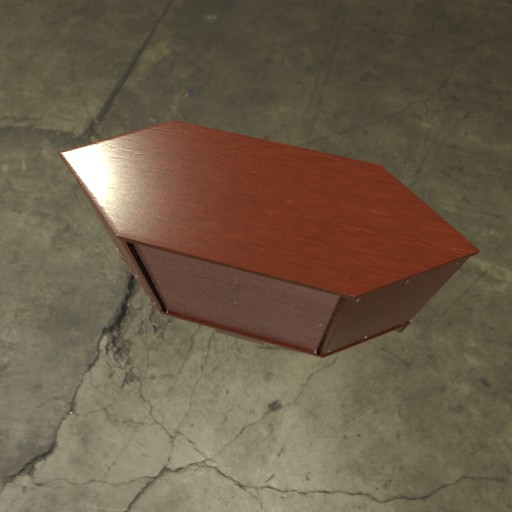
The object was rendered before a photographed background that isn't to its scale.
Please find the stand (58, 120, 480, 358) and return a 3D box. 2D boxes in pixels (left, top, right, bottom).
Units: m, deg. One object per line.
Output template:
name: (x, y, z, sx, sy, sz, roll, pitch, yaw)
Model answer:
stand: (0.000, 0.000, 1.358, 1.072, 0.614, 0.381, 14, 64, 7)
